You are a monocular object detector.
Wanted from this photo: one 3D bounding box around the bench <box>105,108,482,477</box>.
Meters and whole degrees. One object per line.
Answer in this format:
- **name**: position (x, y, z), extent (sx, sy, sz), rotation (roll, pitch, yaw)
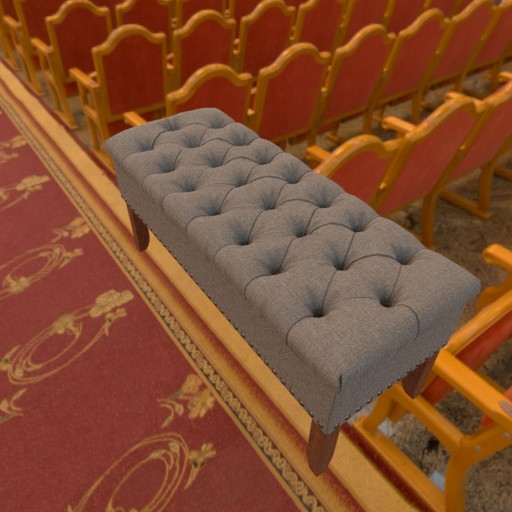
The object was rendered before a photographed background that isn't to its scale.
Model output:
- **bench**: position (0.000, 0.000, 1.276), extent (0.417, 0.470, 1.052), rotation (-26, 48, -26)
